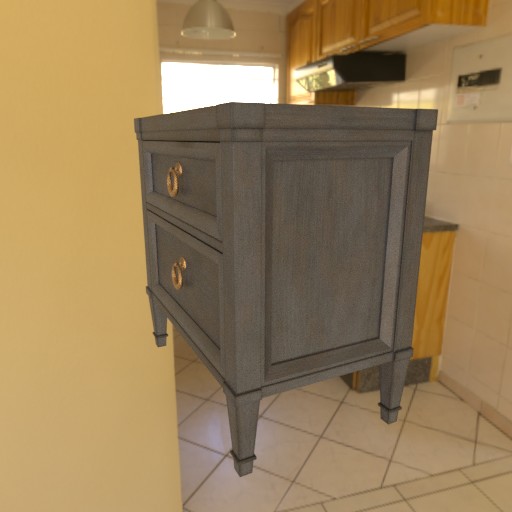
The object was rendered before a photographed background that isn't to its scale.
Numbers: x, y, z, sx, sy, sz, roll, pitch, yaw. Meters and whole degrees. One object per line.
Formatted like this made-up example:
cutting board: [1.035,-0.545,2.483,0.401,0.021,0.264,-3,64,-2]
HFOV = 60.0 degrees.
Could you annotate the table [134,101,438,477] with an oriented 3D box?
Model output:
table: [0.000,0.000,1.087,0.413,0.660,0.660,-7,17,-26]
